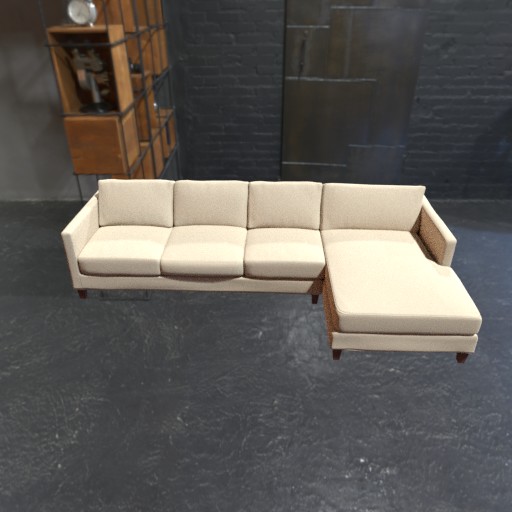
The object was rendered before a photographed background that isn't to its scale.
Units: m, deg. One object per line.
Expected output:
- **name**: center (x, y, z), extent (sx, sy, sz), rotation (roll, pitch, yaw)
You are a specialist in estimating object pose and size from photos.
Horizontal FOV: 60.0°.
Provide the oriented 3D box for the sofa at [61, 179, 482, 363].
- **sofa**: center (0.000, 0.000, 3.750), extent (3.186, 0.861, 1.625), rotation (1, 31, 2)
